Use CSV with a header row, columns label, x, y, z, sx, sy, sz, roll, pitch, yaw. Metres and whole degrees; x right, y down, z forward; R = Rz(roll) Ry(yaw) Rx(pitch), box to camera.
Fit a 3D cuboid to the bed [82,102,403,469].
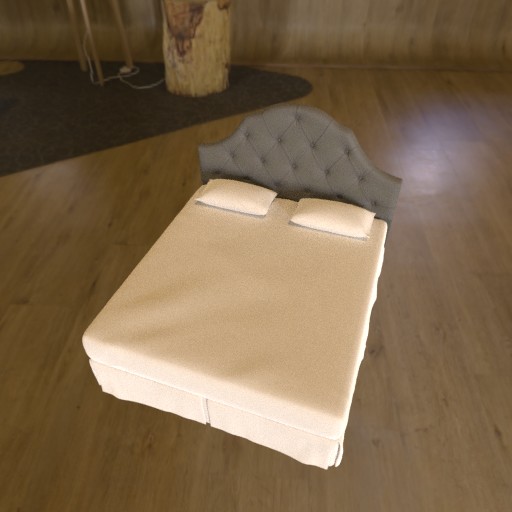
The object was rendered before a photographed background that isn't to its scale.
label,x,y,z,sx,sy,sz,roll,pitch,yaw
bed,0.000,0.000,3.538,2.008,1.615,2.214,13,44,14
